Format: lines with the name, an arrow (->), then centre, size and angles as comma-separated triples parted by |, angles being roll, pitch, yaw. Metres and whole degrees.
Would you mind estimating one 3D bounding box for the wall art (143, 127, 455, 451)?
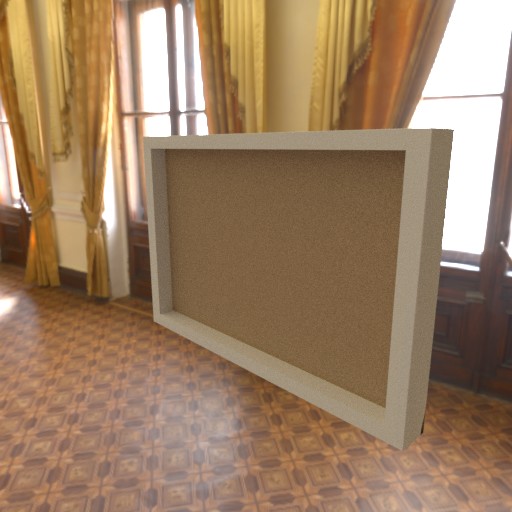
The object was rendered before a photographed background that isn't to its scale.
wall art -> 0.000, 0.000, 0.478 | 0.039, 0.254, 0.384 | -13, 19, -42
